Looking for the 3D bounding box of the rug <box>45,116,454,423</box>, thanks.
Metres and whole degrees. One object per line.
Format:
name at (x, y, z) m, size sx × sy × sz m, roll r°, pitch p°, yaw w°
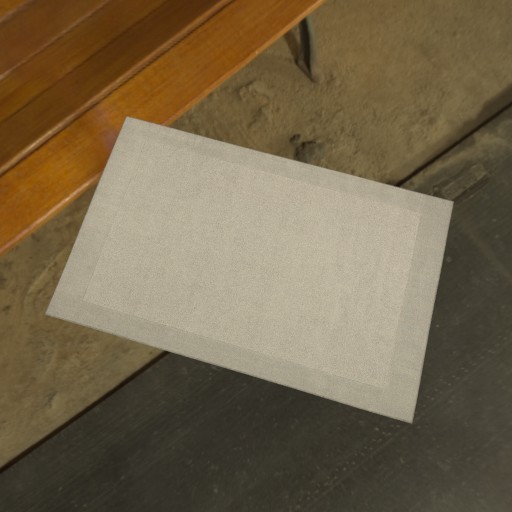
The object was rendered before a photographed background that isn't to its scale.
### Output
rug at (0.000, 0.000, 3.002) m, size 2.438 × 0.014 × 1.524 m, roll 16°, pitch 76°, yaw 4°
